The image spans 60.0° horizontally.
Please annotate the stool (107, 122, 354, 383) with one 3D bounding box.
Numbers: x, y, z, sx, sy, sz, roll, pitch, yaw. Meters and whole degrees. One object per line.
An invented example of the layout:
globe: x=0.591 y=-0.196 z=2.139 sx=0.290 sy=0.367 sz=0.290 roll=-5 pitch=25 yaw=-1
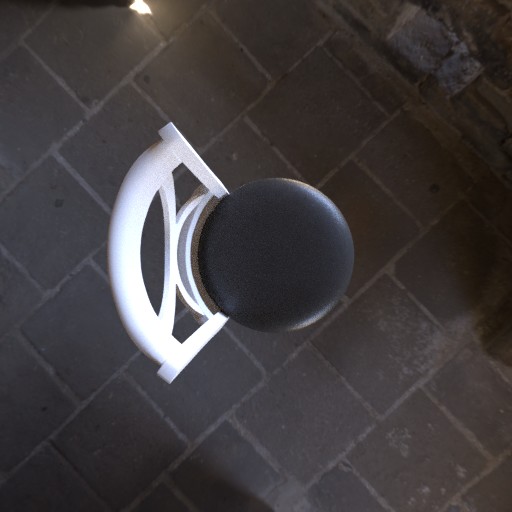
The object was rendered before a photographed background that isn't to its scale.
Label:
stool: x=0.000 y=0.000 z=1.226 sx=0.508 sy=0.953 sz=0.444 roll=0 pitch=89 yaw=0
